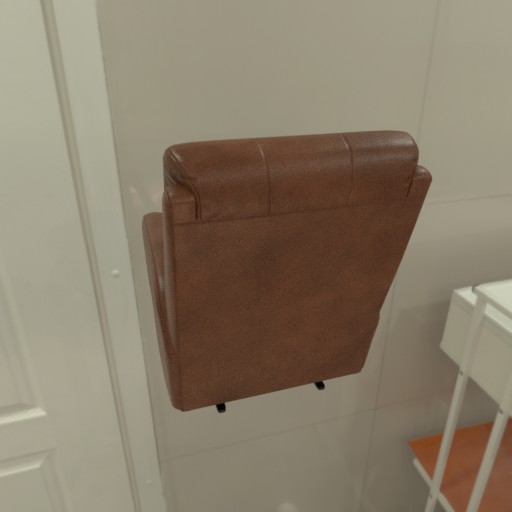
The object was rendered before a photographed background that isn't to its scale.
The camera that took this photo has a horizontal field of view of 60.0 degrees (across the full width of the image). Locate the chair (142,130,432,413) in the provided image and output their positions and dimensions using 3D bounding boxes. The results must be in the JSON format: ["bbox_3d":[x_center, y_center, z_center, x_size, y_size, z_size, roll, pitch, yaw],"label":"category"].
[{"bbox_3d":[0.000,0.000,1.666,0.787,1.016,0.939,-8,27,-16],"label":"chair"}]
